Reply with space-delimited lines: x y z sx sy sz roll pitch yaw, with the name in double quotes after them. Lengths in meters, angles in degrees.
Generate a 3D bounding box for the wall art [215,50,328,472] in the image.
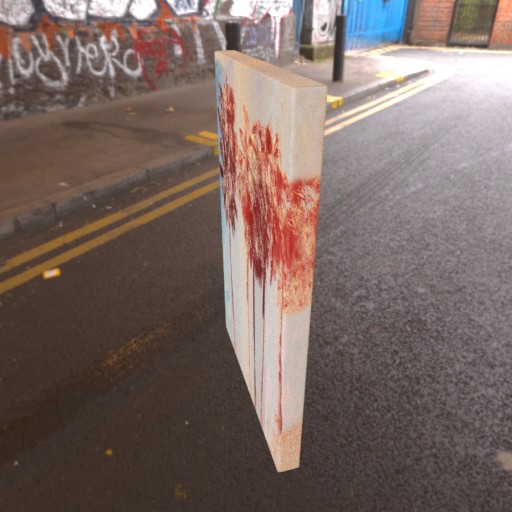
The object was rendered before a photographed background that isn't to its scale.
0.000 0.000 0.760 0.038 0.610 0.401 -8 31 -14 "wall art"
